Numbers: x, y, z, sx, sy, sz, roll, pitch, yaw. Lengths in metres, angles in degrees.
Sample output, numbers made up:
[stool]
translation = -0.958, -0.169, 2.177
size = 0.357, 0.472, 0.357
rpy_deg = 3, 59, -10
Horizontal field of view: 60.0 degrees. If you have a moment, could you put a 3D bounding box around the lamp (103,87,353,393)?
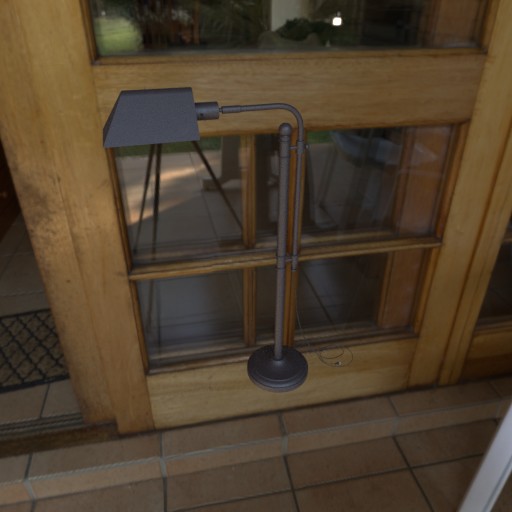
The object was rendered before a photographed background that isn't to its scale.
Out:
[lamp]
translation = 0.000, 0.000, 0.965
size = 0.545, 0.708, 0.159
rpy_deg = -9, 32, -14
